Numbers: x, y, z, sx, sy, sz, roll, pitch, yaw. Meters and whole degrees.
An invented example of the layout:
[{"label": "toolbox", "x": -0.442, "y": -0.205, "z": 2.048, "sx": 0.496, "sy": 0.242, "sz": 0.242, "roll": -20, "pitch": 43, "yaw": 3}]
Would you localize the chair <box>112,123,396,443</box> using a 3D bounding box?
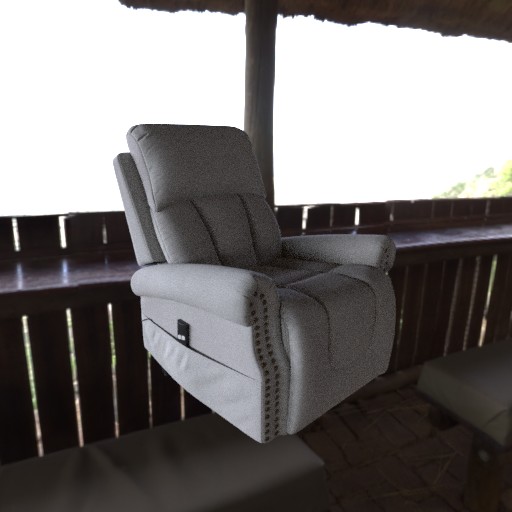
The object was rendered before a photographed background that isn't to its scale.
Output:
[{"label": "chair", "x": 0.000, "y": 0.000, "z": 1.772, "sx": 0.979, "sy": 1.031, "sz": 0.871, "roll": 14, "pitch": 20, "yaw": 43}]
